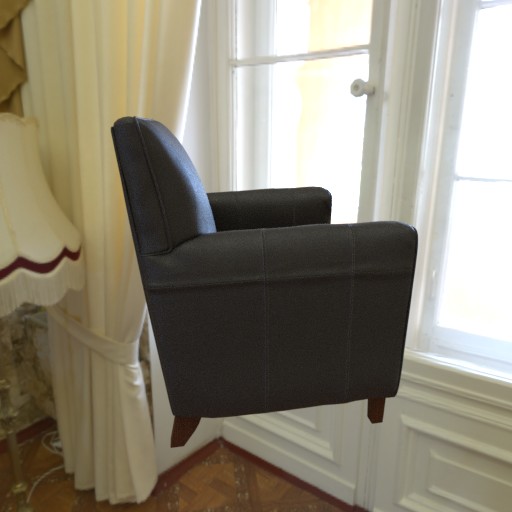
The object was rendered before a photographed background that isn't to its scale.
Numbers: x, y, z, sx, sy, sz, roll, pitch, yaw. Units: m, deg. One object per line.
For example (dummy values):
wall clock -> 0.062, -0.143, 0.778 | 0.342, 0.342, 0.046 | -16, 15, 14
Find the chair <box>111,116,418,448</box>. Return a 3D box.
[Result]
chair -> 0.000, 0.000, 1.586 | 0.825, 0.943, 0.870 | -3, 17, -9
